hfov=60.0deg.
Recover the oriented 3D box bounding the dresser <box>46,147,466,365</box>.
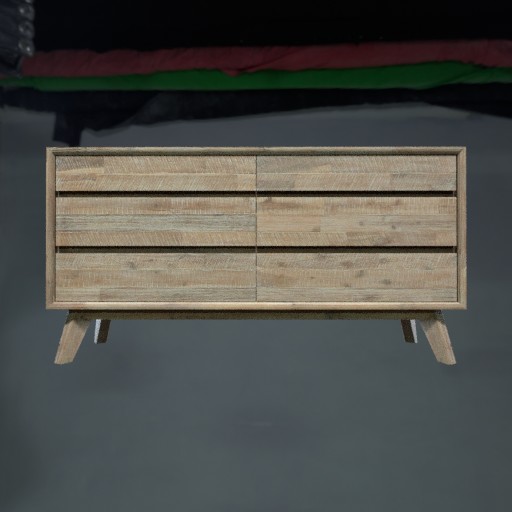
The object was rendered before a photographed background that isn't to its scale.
[{"bbox_3d":[0.000,0.000,1.866,1.554,0.805,0.455,0,0,0],"label":"dresser"}]
